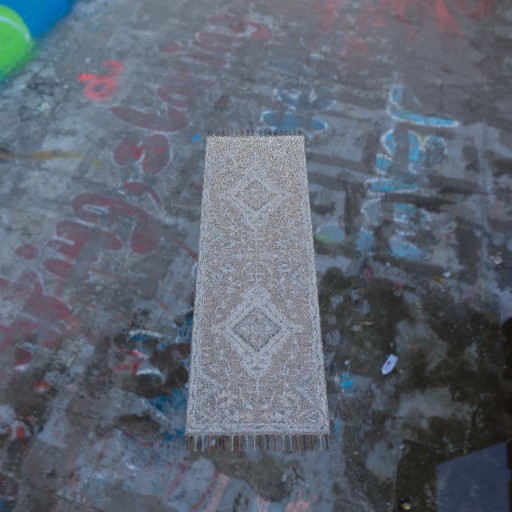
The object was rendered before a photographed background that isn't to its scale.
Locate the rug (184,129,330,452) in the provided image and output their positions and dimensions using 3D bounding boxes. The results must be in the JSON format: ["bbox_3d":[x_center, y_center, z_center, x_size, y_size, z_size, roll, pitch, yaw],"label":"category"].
[{"bbox_3d":[0.000,0.000,2.799,1.324,0.018,2.378,13,59,8],"label":"rug"}]
